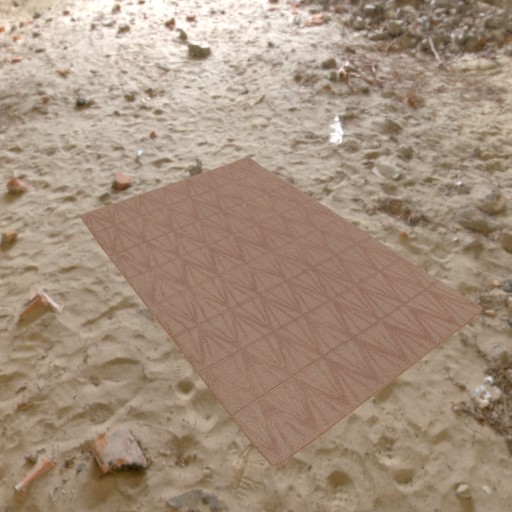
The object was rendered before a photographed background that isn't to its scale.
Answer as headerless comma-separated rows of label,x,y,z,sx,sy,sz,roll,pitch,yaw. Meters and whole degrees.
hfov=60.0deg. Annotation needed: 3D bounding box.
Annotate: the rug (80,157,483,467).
rug,0.000,0.000,2.295,1.230,0.025,1.837,-25,46,-27
